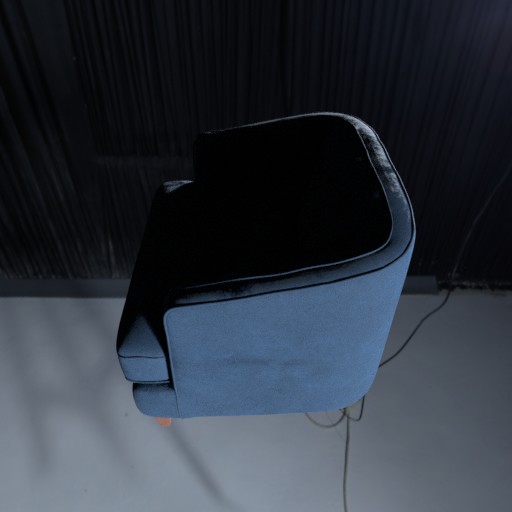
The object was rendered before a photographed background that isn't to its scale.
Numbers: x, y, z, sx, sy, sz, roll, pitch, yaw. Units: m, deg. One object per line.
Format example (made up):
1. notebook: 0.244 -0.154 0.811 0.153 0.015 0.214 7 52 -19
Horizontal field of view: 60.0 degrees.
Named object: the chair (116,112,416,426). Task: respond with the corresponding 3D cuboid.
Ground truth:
1. chair: 0.000 0.000 1.776 0.940 0.852 1.094 -1 41 -1
